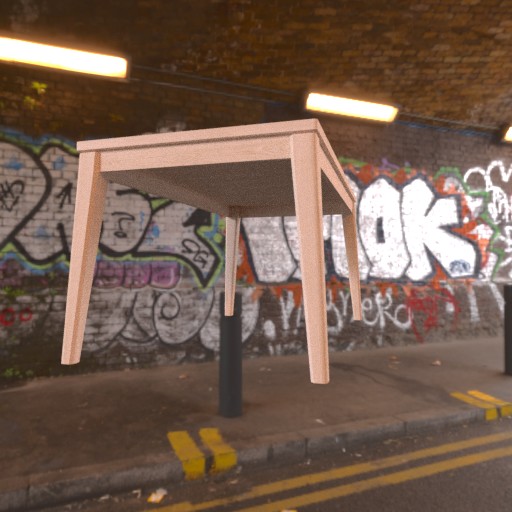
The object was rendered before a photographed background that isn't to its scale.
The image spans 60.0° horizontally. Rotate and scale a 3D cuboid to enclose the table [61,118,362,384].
[{"bbox_3d":[0.000,0.000,2.139,0.900,0.760,1.600,0,-2,17],"label":"table"}]
